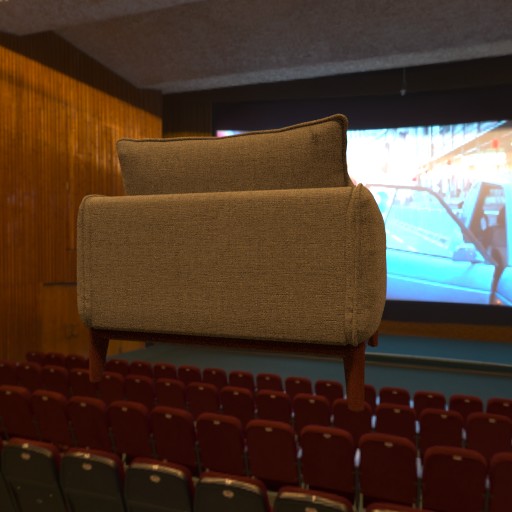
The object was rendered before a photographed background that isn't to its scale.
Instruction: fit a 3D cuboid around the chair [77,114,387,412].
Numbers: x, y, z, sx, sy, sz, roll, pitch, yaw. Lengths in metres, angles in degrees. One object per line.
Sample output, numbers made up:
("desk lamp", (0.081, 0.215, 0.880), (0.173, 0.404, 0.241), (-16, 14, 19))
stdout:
("chair", (0.000, 0.000, 1.758), (0.993, 0.839, 0.976), (0, 1, 18))
